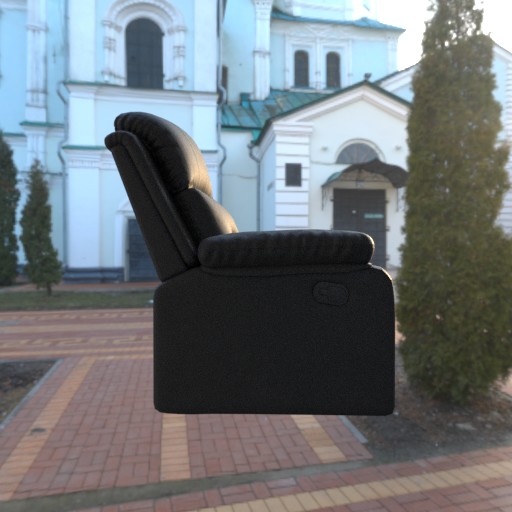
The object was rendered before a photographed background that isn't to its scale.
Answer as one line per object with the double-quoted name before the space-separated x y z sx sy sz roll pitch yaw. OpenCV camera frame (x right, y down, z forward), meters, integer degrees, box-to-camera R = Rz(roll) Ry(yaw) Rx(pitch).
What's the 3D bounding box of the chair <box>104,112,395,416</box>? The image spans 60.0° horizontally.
"chair" 0.000 0.000 1.674 0.919 0.992 0.855 0 1 2
